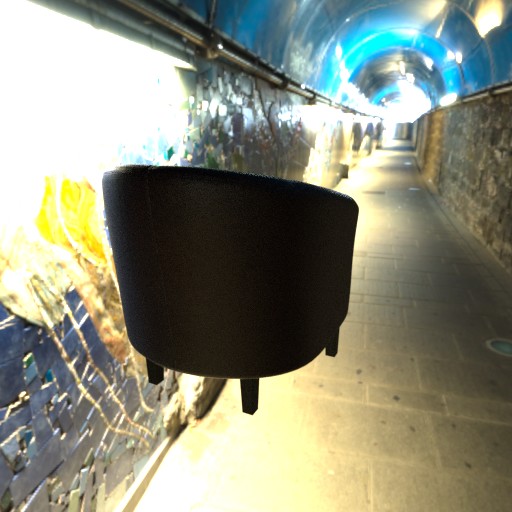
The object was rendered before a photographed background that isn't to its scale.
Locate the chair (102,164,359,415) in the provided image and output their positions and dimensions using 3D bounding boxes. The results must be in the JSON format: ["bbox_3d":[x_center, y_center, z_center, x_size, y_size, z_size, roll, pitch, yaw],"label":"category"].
[{"bbox_3d":[0.000,0.000,1.689,0.737,0.755,1.176,8,18,26],"label":"chair"}]
